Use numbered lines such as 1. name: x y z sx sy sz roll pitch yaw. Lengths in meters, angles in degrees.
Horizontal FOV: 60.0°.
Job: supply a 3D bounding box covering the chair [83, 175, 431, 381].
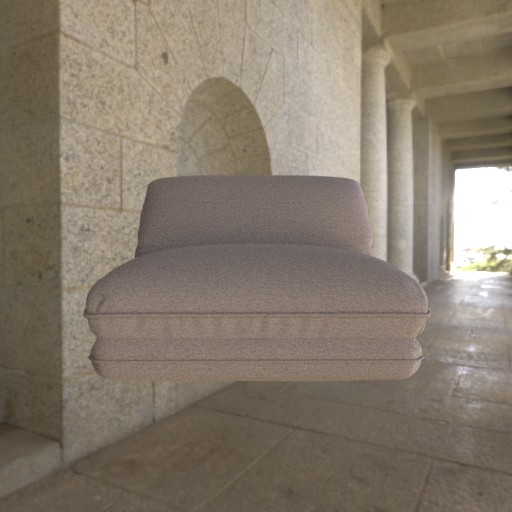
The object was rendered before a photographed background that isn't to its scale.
1. chair: 0.000 0.000 1.375 0.820 0.580 0.780 0 1 -1
